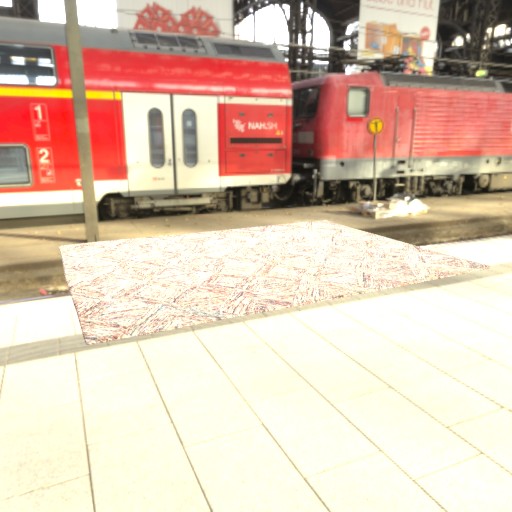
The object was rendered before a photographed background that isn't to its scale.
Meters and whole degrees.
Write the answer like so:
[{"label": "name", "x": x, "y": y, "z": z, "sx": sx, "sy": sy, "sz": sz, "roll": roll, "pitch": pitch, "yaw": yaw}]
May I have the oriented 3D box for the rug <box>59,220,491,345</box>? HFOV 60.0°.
[{"label": "rug", "x": 0.000, "y": 0.000, "z": 4.055, "sx": 3.226, "sy": 0.024, "sz": 2.436, "roll": -7, "pitch": 17, "yaw": -25}]
